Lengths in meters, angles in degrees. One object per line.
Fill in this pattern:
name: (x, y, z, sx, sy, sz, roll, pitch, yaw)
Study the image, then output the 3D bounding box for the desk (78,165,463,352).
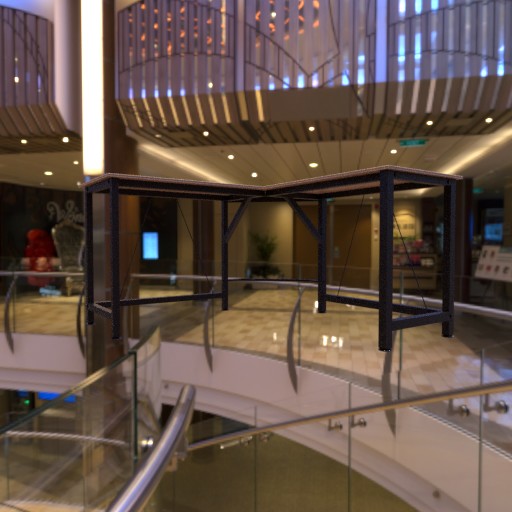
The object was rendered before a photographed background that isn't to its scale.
desk: (0.000, 0.000, 2.272, 1.400, 0.762, 1.400, -1, 2, -35)
